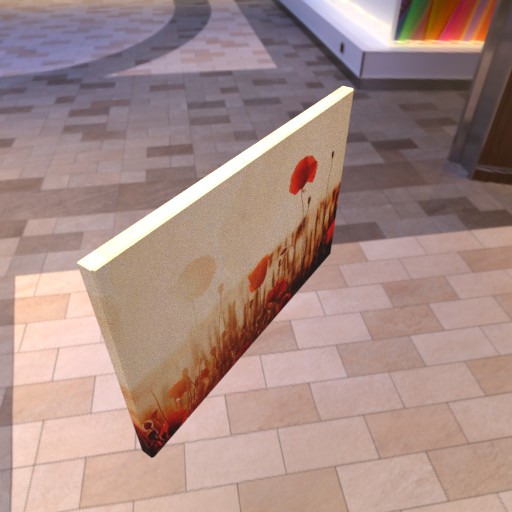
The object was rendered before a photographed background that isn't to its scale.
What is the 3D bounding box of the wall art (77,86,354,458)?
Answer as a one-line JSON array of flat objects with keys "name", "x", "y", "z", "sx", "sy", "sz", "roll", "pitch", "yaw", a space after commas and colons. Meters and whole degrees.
[{"name": "wall art", "x": 0.000, "y": 0.000, "z": 1.151, "sx": 0.038, "sy": 0.602, "sz": 0.918, "roll": 24, "pitch": 46, "yaw": 26}]
